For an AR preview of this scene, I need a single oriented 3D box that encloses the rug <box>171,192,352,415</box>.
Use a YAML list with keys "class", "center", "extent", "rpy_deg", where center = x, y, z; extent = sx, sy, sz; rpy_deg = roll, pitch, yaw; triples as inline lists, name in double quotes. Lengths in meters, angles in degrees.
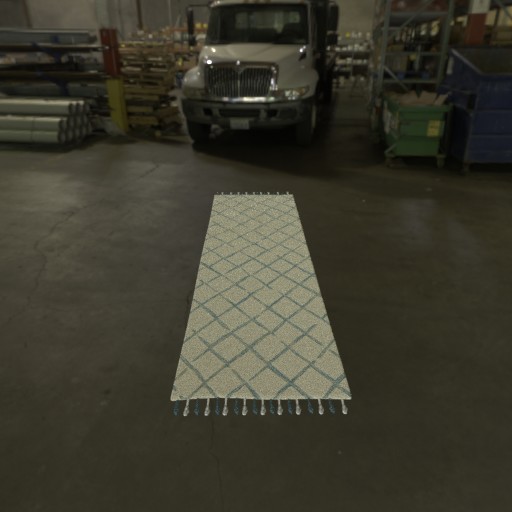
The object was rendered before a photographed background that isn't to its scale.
- class: "rug"
  center: [0.000, 0.000, 2.516]
  extent: [0.620, 0.008, 2.372]
  rpy_deg: [0, 26, -1]
